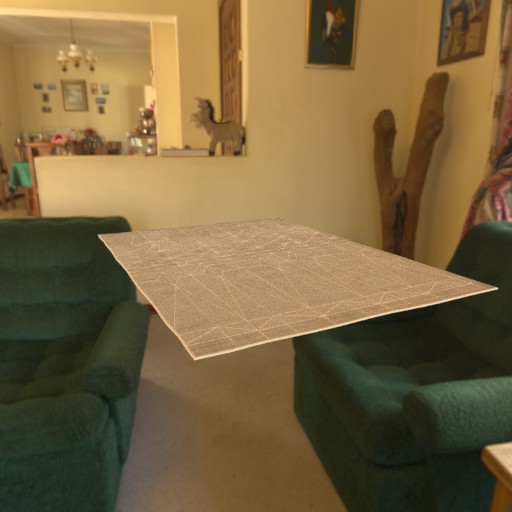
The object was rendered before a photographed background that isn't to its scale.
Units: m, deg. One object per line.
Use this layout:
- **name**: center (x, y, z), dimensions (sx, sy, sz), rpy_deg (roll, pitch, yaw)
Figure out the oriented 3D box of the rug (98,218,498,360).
- **rug**: center (0.000, 0.000, 4.281), dimensions (2.449, 0.019, 3.357), rpy_deg (-8, 17, -26)
